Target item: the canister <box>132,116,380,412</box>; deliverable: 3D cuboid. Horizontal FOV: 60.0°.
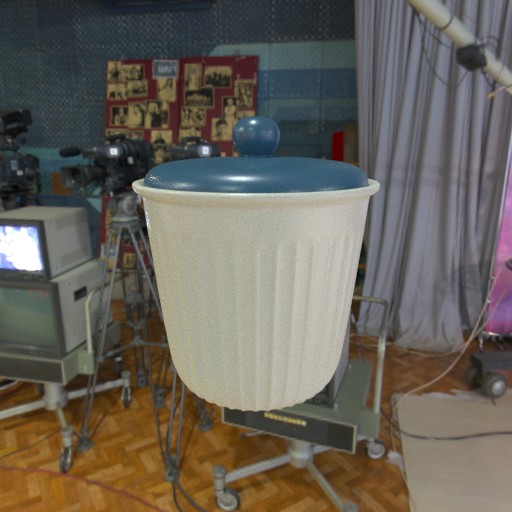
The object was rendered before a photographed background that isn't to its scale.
[{"bbox_3d":[0.000,0.000,0.349,0.181,0.211,0.181,0,15,0],"label":"canister"}]
